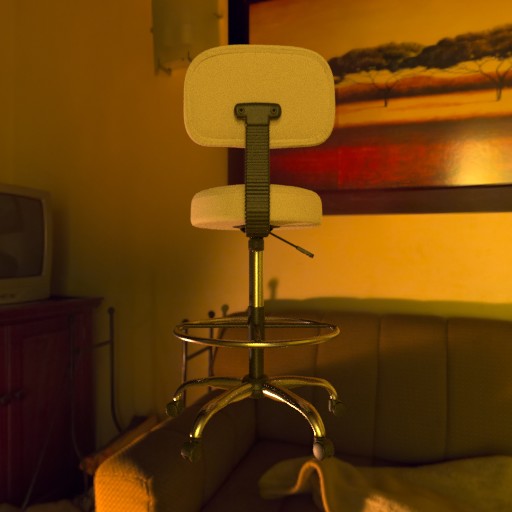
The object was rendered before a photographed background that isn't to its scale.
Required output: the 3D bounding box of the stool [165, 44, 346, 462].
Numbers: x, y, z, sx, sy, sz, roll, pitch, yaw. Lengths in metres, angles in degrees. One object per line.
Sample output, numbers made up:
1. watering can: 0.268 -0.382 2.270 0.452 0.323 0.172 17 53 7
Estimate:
1. stool: 0.000 0.000 1.429 0.609 1.080 0.616 0 0 0
